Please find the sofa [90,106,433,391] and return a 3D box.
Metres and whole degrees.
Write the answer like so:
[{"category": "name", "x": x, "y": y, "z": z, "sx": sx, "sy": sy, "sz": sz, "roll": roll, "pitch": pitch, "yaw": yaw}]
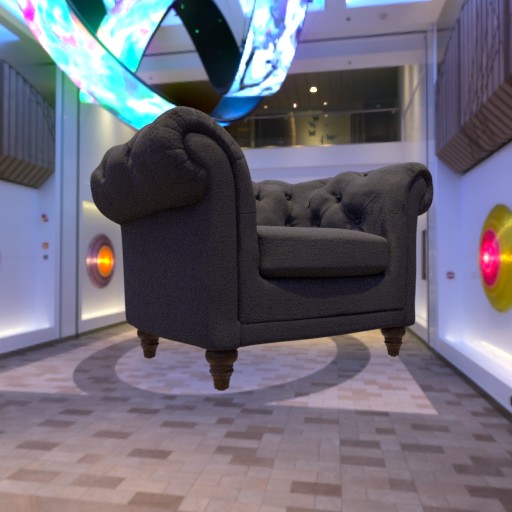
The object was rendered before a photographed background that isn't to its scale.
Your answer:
[{"category": "sofa", "x": 0.000, "y": 0.000, "z": 2.011, "sx": 1.405, "sy": 0.878, "sz": 1.032, "roll": 1, "pitch": -1, "yaw": -36}]
